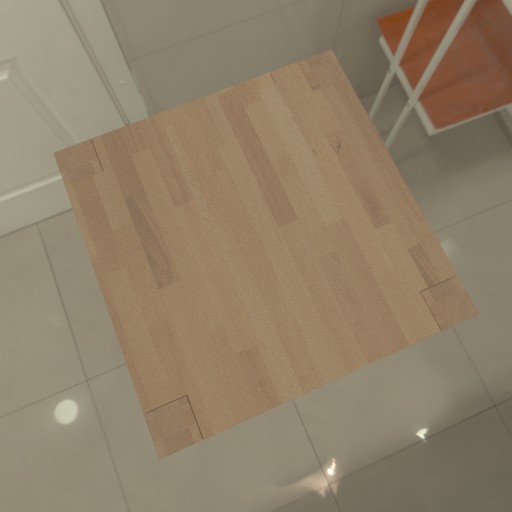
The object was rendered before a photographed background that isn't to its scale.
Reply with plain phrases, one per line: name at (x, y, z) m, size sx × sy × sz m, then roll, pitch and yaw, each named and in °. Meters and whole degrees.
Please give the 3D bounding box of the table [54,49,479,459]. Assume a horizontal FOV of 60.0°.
table at (0.000, 0.000, 1.176) m, size 0.700 × 0.451 × 0.700 m, roll -23°, pitch 76°, yaw -6°
